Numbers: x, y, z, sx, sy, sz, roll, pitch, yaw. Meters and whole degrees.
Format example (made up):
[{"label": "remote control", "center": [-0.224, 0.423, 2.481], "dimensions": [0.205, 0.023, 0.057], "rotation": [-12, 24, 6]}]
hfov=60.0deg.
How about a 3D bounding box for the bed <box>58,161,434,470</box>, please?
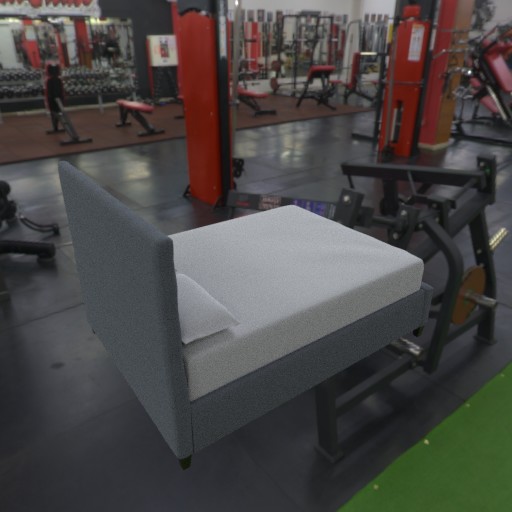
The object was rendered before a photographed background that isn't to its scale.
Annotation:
[{"label": "bed", "center": [0.000, 0.000, 3.351], "dimensions": [2.231, 1.427, 1.698], "rotation": [-18, 31, -32]}]
